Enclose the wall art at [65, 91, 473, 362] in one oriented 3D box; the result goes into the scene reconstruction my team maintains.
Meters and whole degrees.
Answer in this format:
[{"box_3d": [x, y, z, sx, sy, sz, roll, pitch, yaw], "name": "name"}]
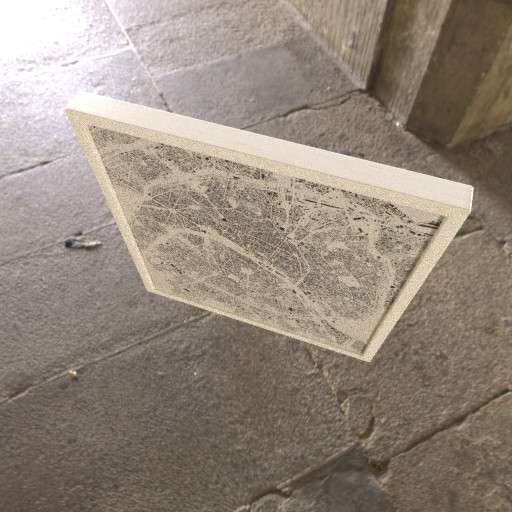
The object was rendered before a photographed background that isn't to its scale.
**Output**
[{"box_3d": [0.000, 0.000, 0.749, 0.508, 0.508, 0.038, 16, 60, 10], "name": "wall art"}]
